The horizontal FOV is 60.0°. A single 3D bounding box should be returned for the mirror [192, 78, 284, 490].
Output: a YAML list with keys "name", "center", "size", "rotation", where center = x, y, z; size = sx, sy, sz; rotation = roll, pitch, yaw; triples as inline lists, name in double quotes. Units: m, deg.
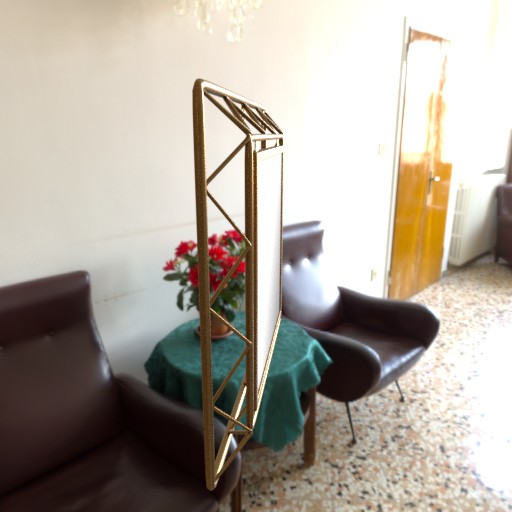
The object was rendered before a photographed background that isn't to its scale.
- name: "mirror"
  center: [0.000, 0.000, 0.609]
  size: [0.046, 0.414, 0.416]
  rotation: [2, 16, 8]
